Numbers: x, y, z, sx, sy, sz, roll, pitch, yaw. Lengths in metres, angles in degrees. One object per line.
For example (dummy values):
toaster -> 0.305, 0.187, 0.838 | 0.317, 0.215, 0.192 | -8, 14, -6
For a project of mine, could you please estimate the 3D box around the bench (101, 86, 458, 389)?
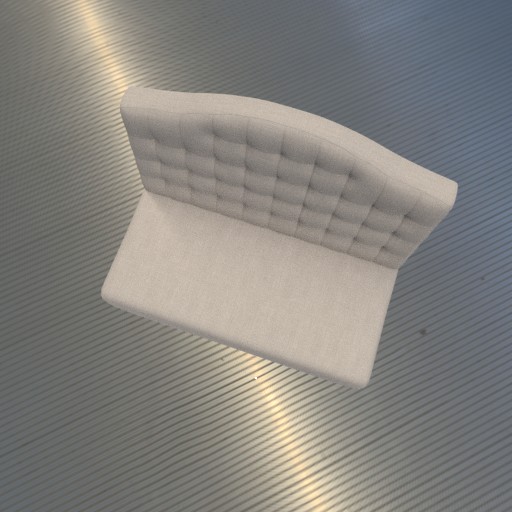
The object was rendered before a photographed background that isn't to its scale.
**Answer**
bench -> 0.000, 0.000, 2.017 | 1.335, 1.180, 0.815 | 18, 75, 5
